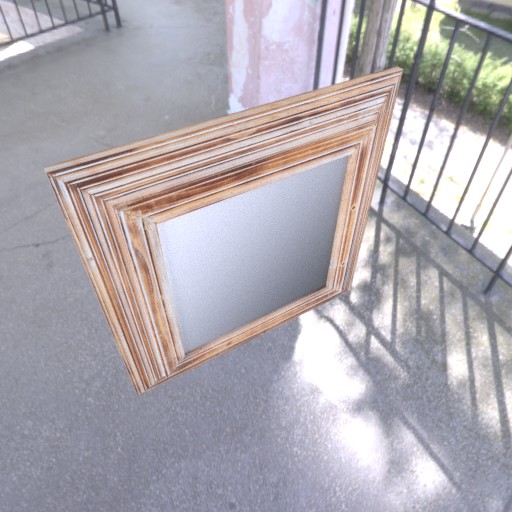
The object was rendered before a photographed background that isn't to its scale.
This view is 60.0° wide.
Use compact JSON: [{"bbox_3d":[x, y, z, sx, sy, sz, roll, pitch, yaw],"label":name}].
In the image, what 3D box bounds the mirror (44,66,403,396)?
[{"bbox_3d":[0.000,0.000,1.168,0.804,0.804,0.061,-23,50,-21],"label":"mirror"}]
